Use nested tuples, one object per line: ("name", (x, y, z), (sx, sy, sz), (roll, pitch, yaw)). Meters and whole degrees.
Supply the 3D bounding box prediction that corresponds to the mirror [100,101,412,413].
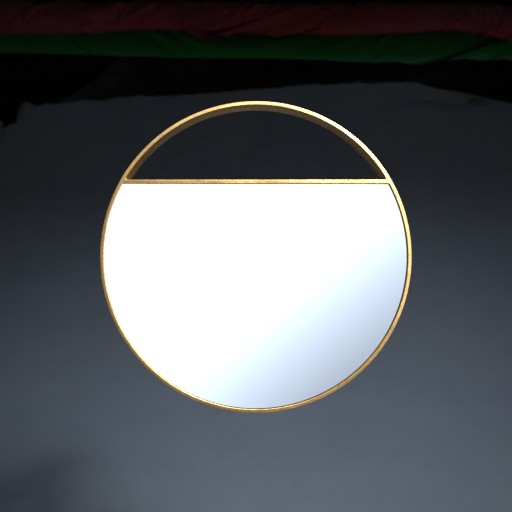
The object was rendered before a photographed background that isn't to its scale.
("mirror", (0.000, 0.000, 0.819), (0.565, 0.565, 0.032), (0, -1, 0))
